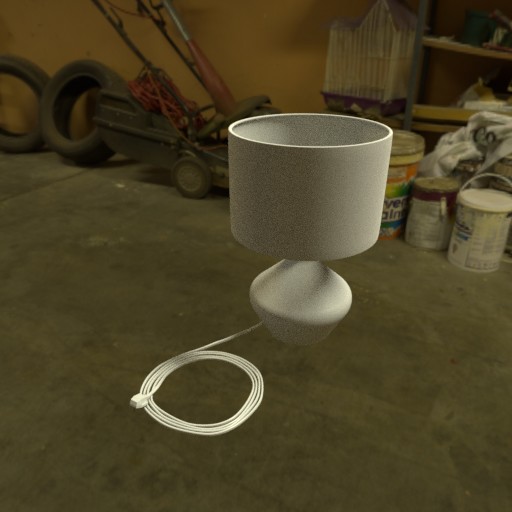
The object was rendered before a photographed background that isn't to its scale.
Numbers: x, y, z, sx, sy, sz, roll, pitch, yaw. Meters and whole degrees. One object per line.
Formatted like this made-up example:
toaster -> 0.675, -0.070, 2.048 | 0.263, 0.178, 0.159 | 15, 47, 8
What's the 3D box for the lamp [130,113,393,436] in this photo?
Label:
lamp -> 0.000, 0.000, 0.864 | 0.546, 0.457, 0.401 | -9, 29, -16
